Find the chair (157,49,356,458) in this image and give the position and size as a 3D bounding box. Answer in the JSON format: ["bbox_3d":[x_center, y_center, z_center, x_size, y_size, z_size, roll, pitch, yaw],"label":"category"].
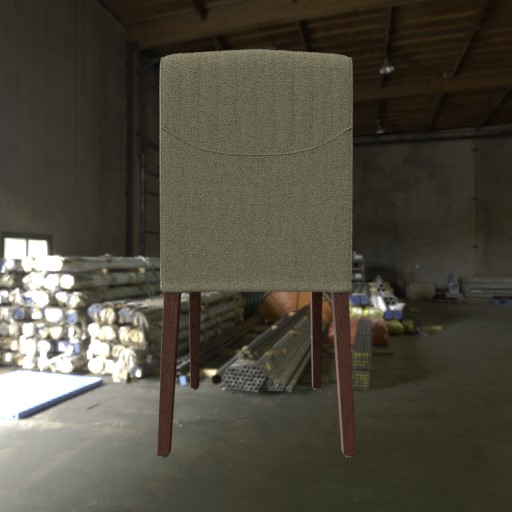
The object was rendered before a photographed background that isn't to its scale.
[{"bbox_3d":[0.000,0.000,1.245,0.480,0.900,0.594,0,-1,0],"label":"chair"}]
